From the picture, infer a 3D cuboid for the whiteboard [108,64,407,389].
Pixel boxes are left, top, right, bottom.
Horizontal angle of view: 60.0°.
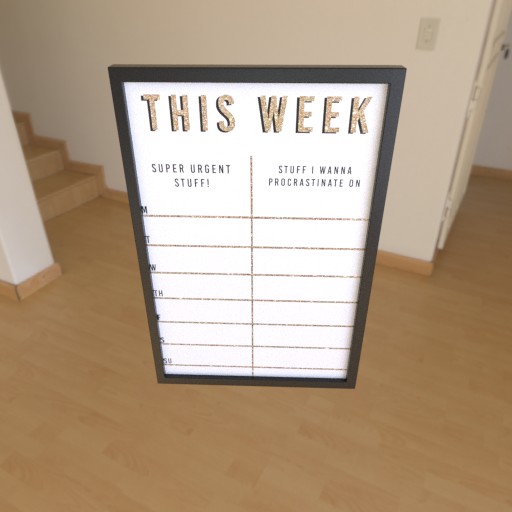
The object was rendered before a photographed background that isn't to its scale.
[{"bbox_3d":[0.000,0.000,0.767,0.406,0.611,0.026,1,31,2],"label":"whiteboard"}]
